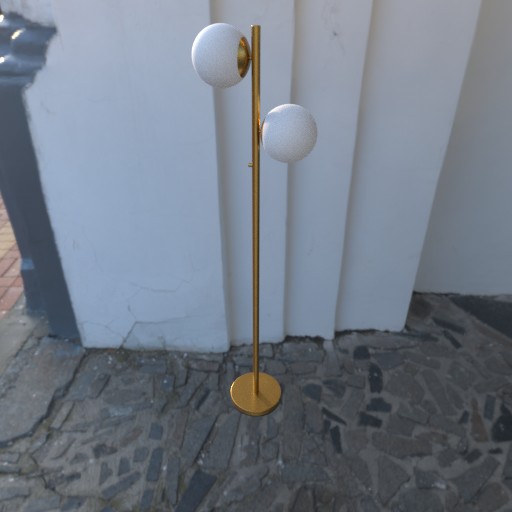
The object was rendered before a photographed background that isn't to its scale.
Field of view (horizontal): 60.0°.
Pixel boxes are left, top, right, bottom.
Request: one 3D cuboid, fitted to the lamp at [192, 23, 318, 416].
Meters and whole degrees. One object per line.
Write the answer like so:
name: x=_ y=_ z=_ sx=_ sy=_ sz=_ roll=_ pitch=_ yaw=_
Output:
lamp: x=0.000 y=0.000 z=1.766 sx=0.419 sy=1.641 sz=0.249 roll=10 pitch=33 yaw=15
